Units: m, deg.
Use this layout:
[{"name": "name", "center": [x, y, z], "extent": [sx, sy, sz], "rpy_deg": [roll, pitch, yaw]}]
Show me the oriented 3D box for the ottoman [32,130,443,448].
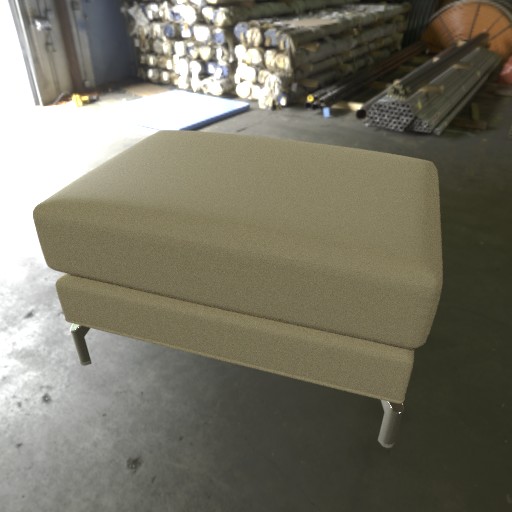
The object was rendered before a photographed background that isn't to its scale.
[{"name": "ottoman", "center": [0.000, 0.000, 1.159], "extent": [0.835, 0.497, 0.581], "rpy_deg": [10, 34, 15]}]
